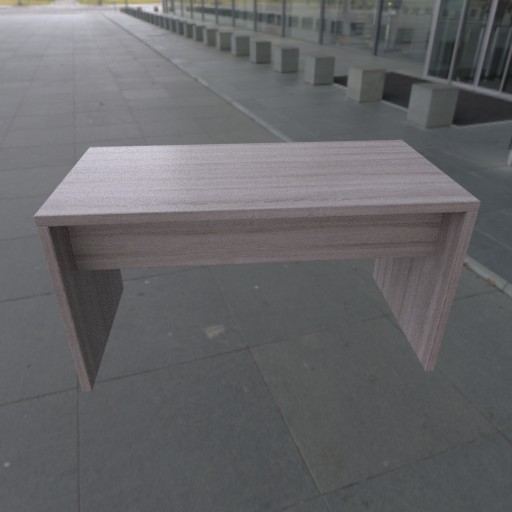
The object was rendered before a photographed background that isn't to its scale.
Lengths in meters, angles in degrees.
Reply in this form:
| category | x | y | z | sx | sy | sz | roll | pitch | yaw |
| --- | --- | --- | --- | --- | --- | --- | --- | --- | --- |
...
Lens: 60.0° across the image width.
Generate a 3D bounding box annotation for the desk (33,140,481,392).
| category | x | y | z | sx | sy | sz | roll | pitch | yaw |
| --- | --- | --- | --- | --- | --- | --- | --- | --- | --- |
| desk | 0.000 | 0.000 | 1.847 | 1.380 | 0.745 | 0.690 | -2 | 31 | -4 |
